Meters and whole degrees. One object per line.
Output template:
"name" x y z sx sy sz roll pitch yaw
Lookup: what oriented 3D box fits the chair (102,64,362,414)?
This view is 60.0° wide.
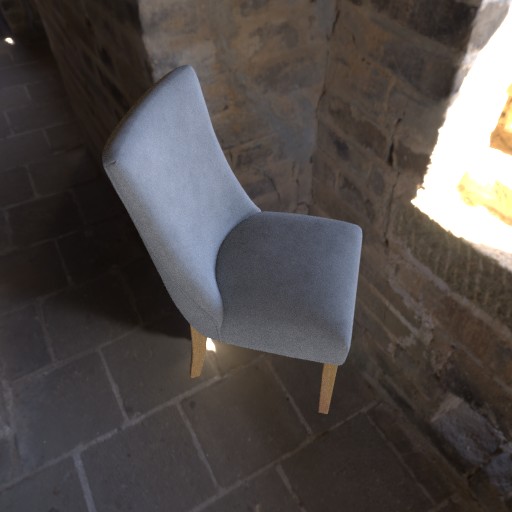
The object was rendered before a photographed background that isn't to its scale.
"chair" 0.000 0.000 1.310 0.610 0.902 0.495 10 47 9
